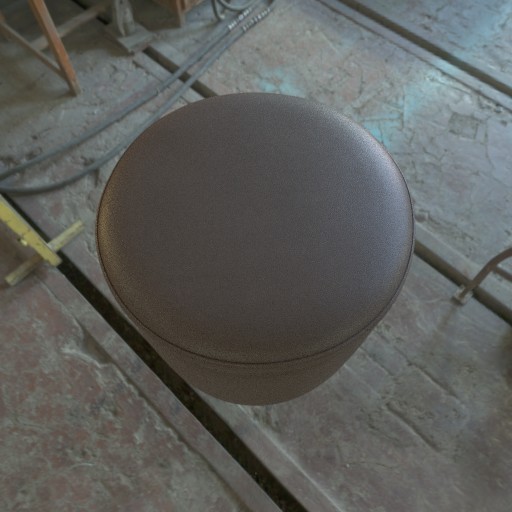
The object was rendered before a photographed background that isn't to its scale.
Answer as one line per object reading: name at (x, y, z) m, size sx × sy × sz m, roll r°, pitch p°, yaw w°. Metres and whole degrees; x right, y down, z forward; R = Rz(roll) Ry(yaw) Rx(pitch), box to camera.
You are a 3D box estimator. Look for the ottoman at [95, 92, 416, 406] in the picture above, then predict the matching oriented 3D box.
ottoman at (0.000, 0.000, 0.841) m, size 0.500 × 0.409 × 0.500 m, roll 0°, pitch 64°, yaw 0°
